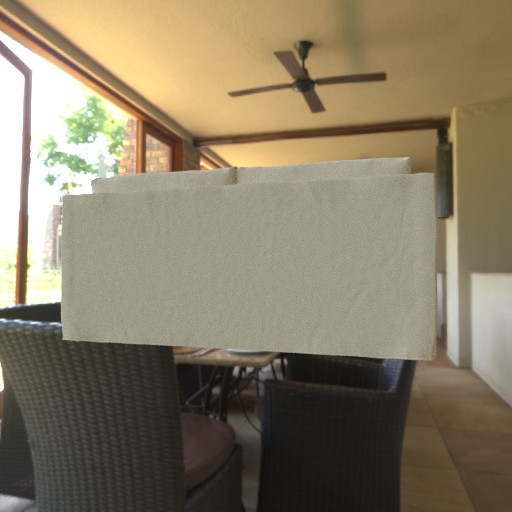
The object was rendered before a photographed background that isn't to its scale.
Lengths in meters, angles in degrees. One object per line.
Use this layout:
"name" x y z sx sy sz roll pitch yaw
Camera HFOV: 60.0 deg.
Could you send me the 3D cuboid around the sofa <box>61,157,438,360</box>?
"sofa" 0.000 0.000 2.359 1.746 0.834 0.962 -1 -2 17
